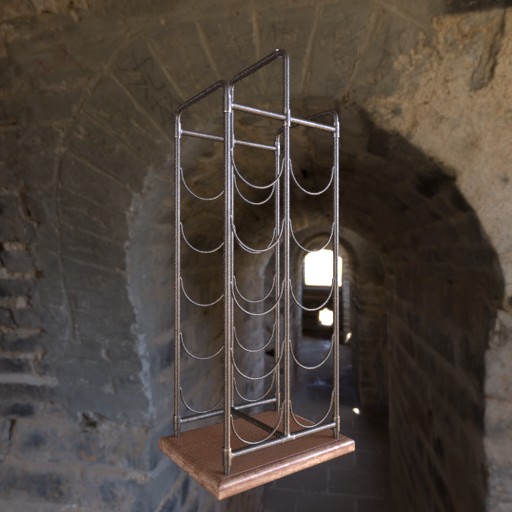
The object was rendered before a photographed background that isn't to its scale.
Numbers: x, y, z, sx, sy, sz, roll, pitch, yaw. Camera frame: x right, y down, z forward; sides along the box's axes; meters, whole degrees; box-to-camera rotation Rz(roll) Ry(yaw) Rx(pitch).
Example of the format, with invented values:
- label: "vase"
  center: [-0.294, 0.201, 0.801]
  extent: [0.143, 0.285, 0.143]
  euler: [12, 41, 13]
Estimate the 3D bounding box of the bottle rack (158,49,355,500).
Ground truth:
- label: "bottle rack"
  center: [0.000, 0.000, 0.780]
  extent: [0.276, 0.680, 0.208]
  euler: [0, 0, -36]
